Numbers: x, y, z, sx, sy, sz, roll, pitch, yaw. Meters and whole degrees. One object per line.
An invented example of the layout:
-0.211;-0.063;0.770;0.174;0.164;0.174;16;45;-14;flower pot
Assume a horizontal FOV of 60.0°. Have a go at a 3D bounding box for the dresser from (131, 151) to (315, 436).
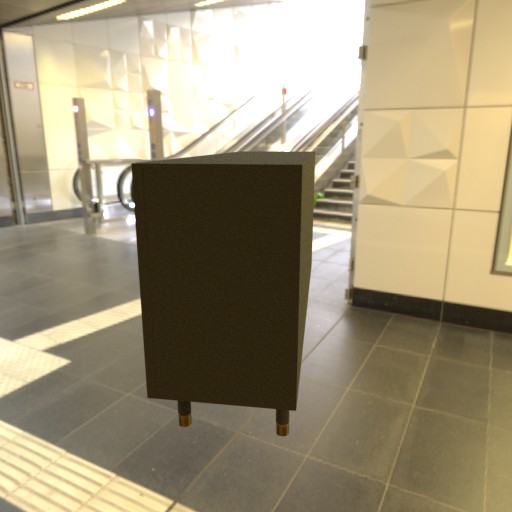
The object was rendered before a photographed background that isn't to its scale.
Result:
0.000;0.000;1.965;0.463;0.872;1.558;2;15;8;dresser
